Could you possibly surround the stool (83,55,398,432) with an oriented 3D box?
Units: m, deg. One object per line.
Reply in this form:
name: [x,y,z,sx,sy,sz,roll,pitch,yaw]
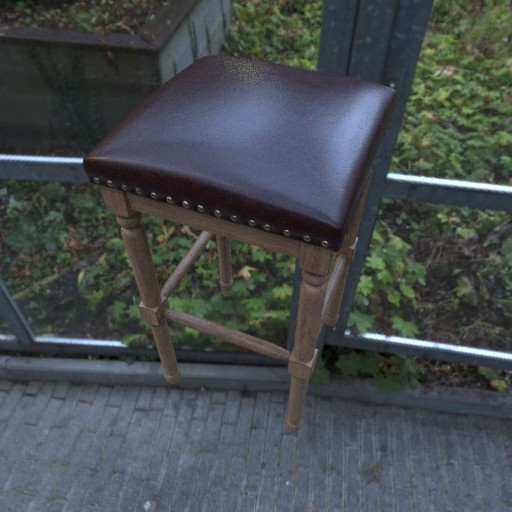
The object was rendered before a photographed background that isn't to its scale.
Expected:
stool: [0.000,0.000,0.909,0.382,0.702,0.383,17,49,15]
